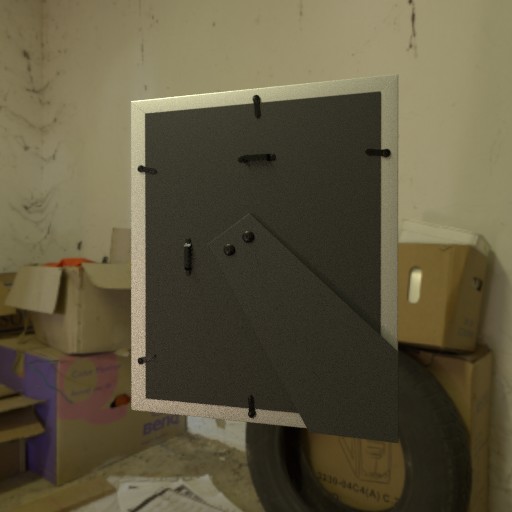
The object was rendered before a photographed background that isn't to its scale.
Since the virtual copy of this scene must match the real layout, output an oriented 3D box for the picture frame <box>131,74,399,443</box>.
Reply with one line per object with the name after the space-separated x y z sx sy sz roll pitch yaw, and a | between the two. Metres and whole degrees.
0.000 0.000 0.382 0.233 0.282 0.036 0 0 15 | picture frame
